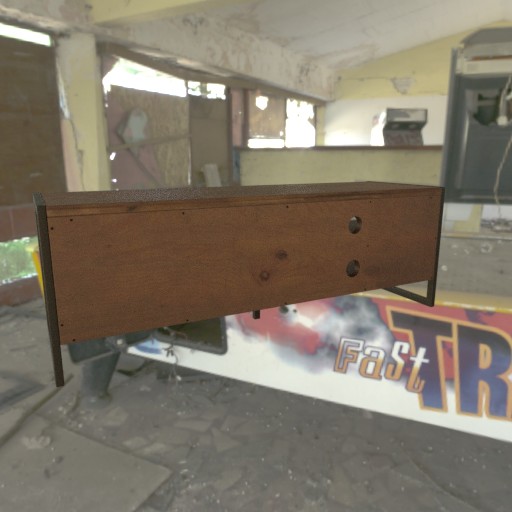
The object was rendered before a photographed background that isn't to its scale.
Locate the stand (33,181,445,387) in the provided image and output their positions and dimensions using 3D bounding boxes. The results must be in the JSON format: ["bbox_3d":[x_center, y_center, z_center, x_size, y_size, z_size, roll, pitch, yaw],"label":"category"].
[{"bbox_3d":[0.000,0.000,1.701,1.480,0.506,0.454,-7,14,-26],"label":"stand"}]
